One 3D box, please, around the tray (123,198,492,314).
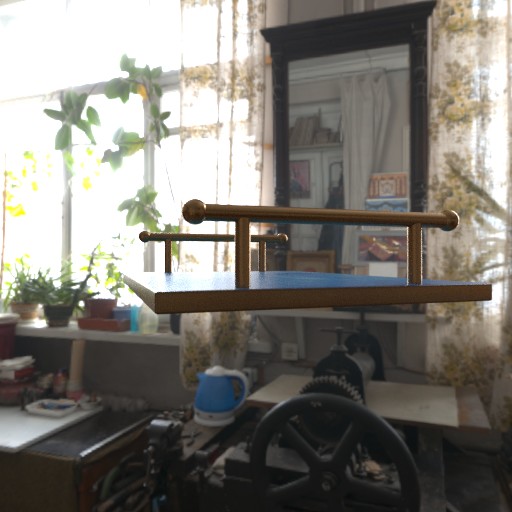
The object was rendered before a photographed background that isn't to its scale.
[{"bbox_3d":[0.000,0.000,0.565,0.304,0.084,0.444,0,0,-19],"label":"tray"}]
